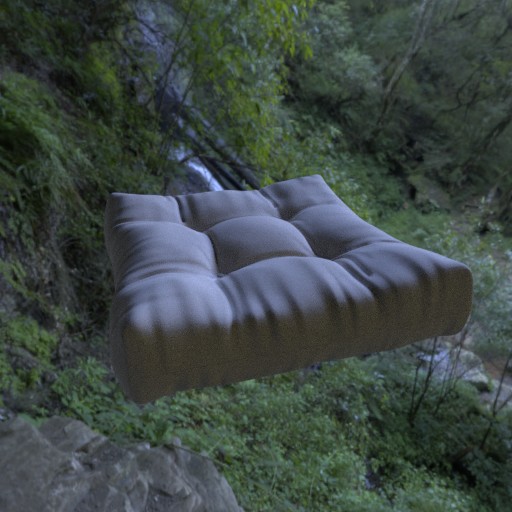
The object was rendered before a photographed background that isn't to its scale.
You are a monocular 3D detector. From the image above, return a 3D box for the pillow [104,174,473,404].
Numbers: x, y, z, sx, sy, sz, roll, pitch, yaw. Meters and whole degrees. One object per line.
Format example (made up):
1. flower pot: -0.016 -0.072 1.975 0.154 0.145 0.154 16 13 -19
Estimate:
1. pillow: 0.000 0.000 0.724 0.468 0.128 0.490 -8 27 -16
